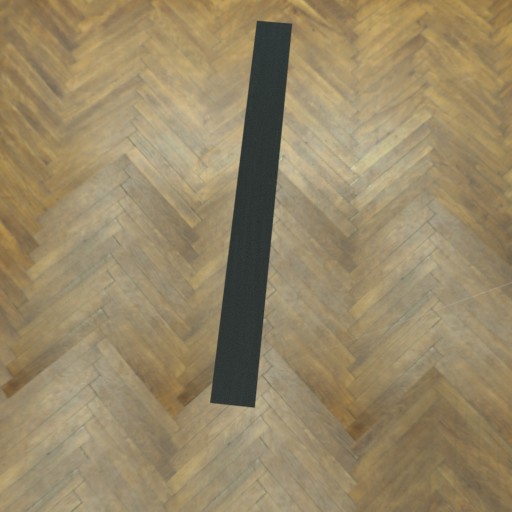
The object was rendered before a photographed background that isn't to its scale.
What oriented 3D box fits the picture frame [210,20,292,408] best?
[{"bbox_3d":[0.000,0.000,0.758,0.044,0.555,0.452,6,75,2],"label":"picture frame"}]
